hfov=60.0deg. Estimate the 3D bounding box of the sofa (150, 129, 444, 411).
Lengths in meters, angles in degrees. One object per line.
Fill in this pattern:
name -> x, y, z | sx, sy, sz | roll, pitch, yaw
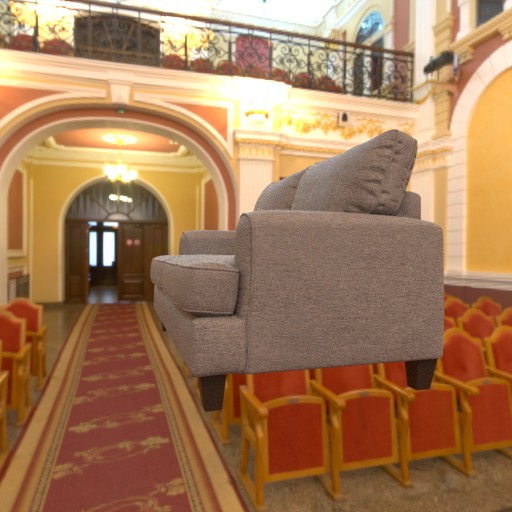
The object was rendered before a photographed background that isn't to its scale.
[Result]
sofa -> 0.000, 0.000, 2.233 | 0.965, 0.965, 1.651 | 0, 1, -17
